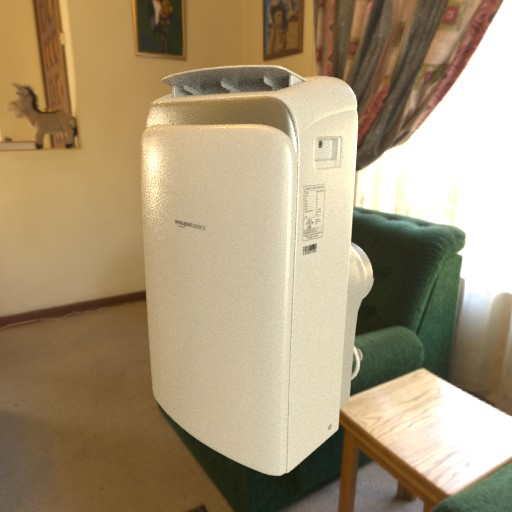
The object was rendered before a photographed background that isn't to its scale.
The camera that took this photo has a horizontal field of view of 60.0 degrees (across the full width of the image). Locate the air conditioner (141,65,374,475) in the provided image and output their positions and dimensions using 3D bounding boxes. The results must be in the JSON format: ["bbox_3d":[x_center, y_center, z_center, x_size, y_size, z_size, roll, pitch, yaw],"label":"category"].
[{"bbox_3d":[0.000,0.000,1.033,0.449,0.786,0.414,15,22,41],"label":"air conditioner"}]
